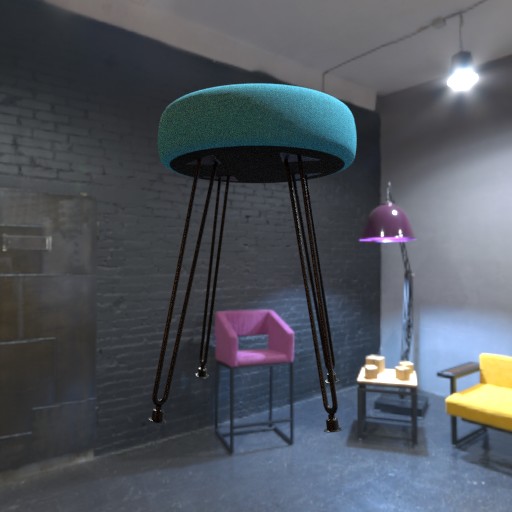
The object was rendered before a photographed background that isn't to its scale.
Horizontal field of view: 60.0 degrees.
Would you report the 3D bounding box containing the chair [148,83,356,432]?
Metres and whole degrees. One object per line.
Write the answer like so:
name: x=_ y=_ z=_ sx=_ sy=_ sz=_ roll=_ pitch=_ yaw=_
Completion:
chair: x=0.000 y=0.000 z=0.684 sx=0.350 sy=0.440 sz=0.350 roll=1 pitch=-1 yaw=-37
